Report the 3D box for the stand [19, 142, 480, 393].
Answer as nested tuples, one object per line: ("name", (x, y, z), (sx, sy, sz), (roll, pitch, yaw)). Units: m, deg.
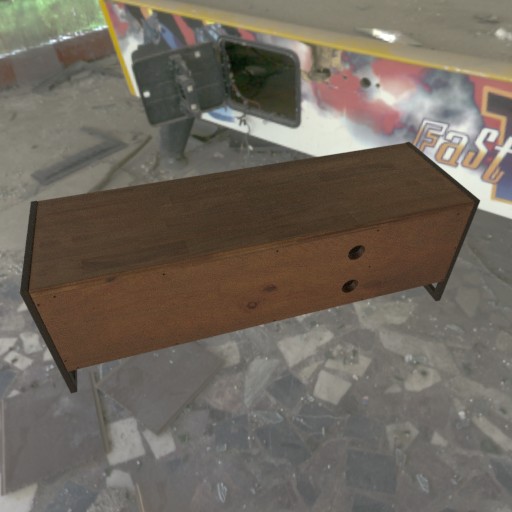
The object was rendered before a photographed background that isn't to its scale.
("stand", (0.000, 0.000, 1.691), (1.480, 0.506, 0.454), (-12, 43, -13))
